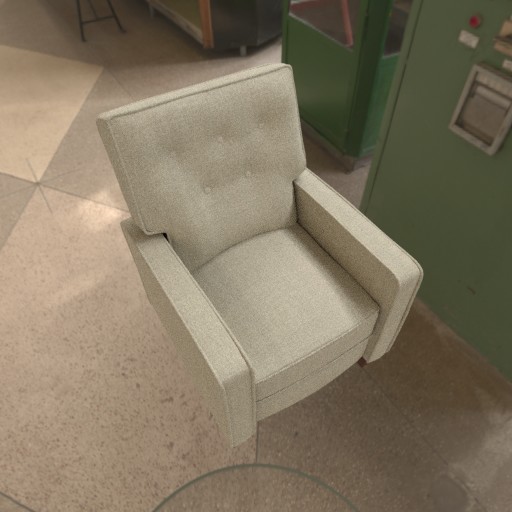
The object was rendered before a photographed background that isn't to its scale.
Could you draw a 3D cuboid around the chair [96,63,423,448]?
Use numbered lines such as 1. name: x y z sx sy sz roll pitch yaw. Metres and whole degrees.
1. chair: 0.000 0.000 1.389 0.648 0.888 0.754 -25 54 -20
